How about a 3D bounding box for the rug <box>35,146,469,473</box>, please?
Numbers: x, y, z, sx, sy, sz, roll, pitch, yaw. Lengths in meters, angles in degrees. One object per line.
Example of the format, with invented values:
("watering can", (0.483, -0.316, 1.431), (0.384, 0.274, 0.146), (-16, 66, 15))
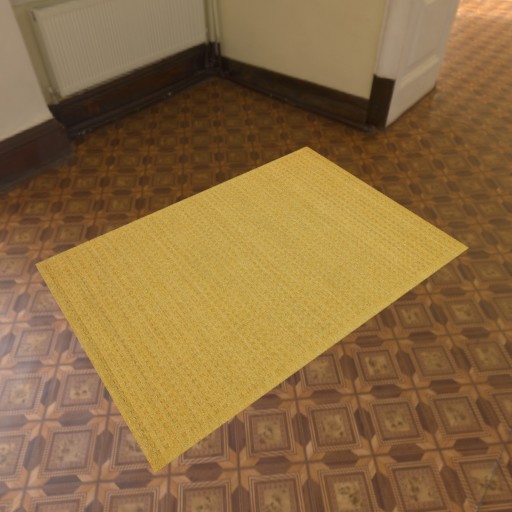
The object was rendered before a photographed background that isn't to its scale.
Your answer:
("rug", (0.000, 0.000, 3.586), (2.895, 0.006, 1.981), (-28, 51, -26))
